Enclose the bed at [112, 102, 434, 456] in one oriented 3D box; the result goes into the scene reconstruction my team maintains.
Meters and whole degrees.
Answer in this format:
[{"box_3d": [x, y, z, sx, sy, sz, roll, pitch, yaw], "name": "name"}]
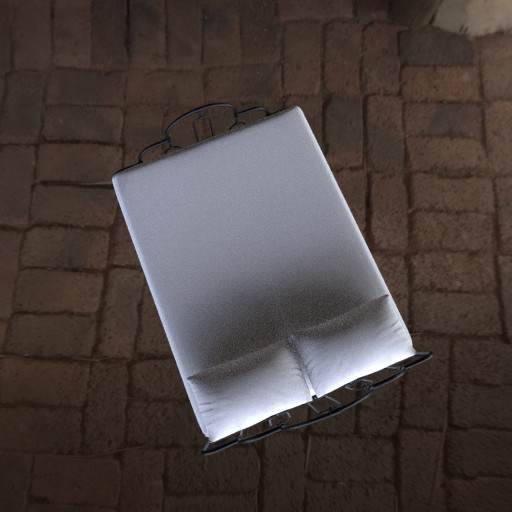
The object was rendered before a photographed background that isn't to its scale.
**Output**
[{"box_3d": [0.000, 0.000, 3.204, 1.626, 1.444, 2.181, -22, 78, -5], "name": "bed"}]
